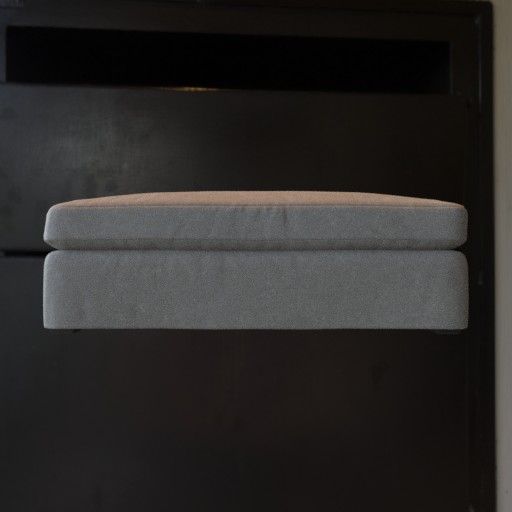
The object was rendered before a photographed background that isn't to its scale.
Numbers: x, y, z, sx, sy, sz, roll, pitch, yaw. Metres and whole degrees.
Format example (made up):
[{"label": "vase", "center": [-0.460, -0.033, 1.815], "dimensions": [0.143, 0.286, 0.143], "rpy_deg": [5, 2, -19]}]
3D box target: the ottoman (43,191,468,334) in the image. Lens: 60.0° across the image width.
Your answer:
[{"label": "ottoman", "center": [0.000, 0.000, 1.605], "dimensions": [1.199, 0.429, 0.840], "rpy_deg": [0, 0, 0]}]
